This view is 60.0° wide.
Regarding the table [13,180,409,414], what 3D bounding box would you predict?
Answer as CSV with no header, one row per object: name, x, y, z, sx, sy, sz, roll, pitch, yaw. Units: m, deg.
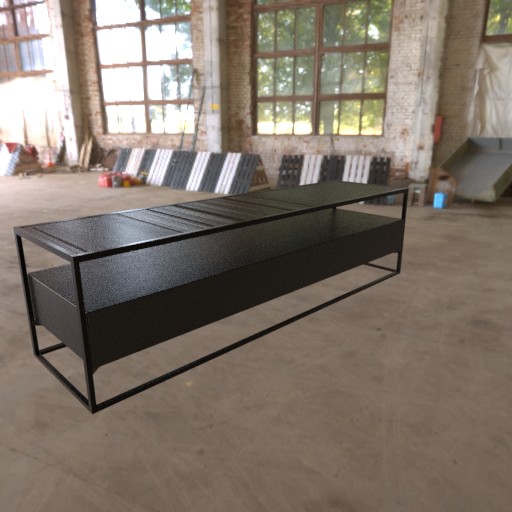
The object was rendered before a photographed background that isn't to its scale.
table,0.000,0.000,1.639,1.486,0.395,0.399,-16,23,-42
